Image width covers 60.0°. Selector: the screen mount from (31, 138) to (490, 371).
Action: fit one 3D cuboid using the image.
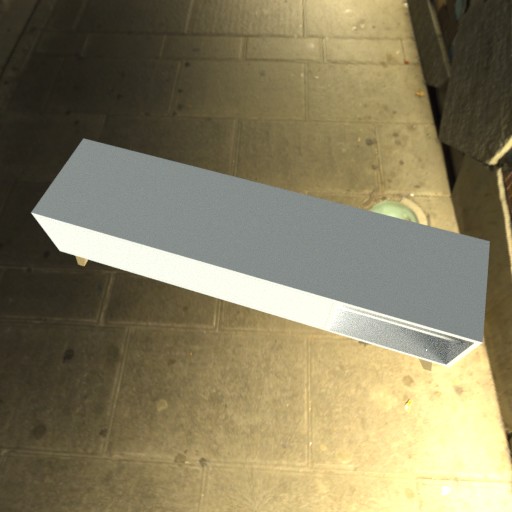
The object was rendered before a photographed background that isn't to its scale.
[{"bbox_3d":[0.000,0.000,1.818,1.644,0.432,0.399,16,61,9],"label":"screen mount"}]
